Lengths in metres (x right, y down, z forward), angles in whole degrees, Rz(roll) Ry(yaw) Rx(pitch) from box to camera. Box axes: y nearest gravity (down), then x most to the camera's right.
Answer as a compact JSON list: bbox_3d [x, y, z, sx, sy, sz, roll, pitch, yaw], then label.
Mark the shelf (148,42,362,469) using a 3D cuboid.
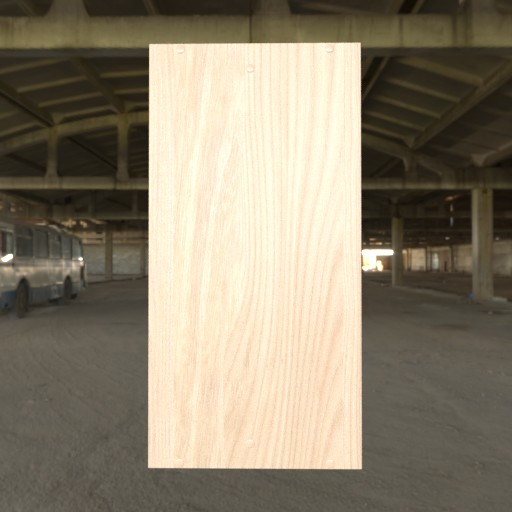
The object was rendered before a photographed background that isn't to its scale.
[{"bbox_3d":[0.000,0.000,0.762,0.297,0.594,0.290,0,-1,1],"label":"shelf"}]
